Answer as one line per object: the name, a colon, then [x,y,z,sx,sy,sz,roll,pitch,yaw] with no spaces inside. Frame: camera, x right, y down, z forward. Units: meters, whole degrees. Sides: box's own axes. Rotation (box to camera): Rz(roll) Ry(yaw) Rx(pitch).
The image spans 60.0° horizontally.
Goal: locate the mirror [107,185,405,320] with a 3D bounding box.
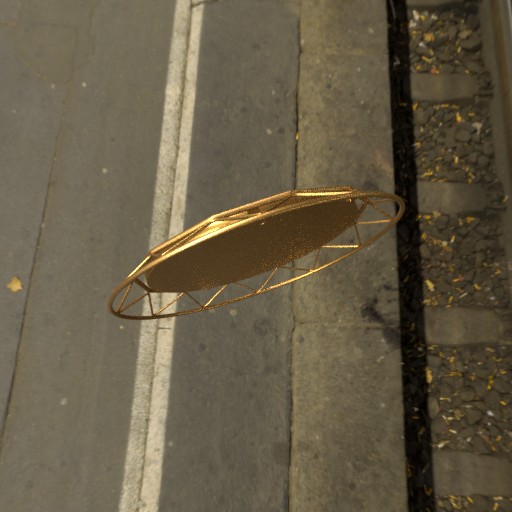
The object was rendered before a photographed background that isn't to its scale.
mirror: [0.000,0.000,0.680,0.454,0.454,0.043,-18,76,-5]
